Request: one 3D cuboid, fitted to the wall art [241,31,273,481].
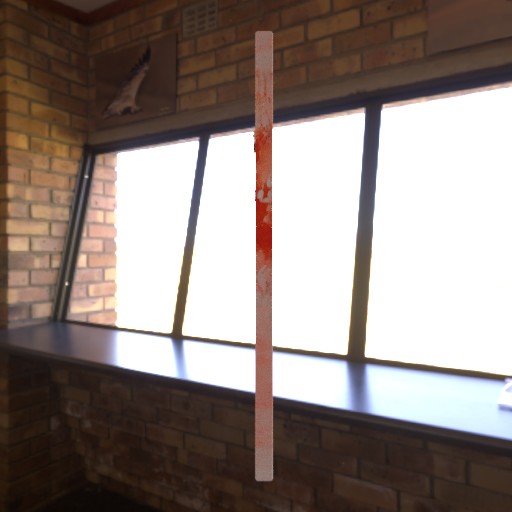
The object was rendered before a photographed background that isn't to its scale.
[{"bbox_3d":[0.000,0.000,1.300,0.066,0.878,0.878,0,0,0],"label":"wall art"}]
